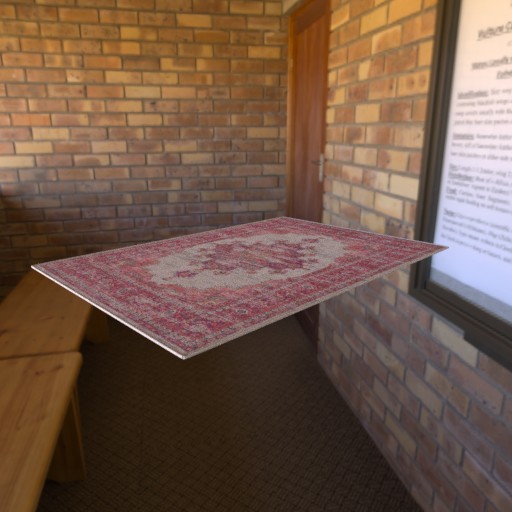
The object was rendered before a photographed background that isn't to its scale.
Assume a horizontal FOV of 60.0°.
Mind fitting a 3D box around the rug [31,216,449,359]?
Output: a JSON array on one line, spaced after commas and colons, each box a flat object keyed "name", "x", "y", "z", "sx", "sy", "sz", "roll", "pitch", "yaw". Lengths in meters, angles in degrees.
[{"name": "rug", "x": 0.000, "y": 0.000, "z": 3.675, "sx": 2.878, "sy": 0.014, "sz": 2.005, "roll": -15, "pitch": 22, "yaw": -42}]
